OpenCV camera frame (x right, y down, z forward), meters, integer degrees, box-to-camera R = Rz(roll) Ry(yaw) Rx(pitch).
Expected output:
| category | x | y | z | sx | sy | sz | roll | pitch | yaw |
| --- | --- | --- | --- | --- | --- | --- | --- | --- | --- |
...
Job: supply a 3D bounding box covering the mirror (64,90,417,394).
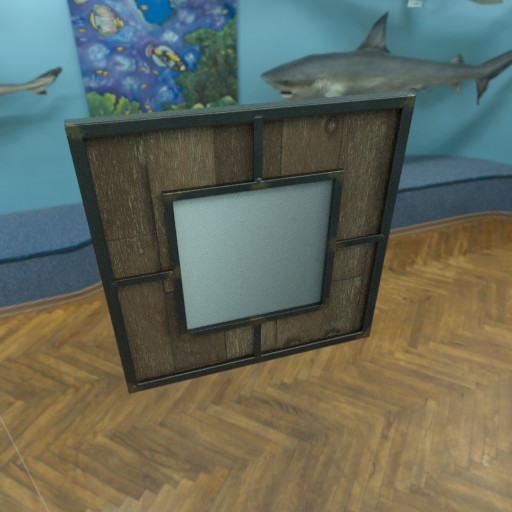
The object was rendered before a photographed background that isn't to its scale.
| category | x | y | z | sx | sy | sz | roll | pitch | yaw |
| --- | --- | --- | --- | --- | --- | --- | --- | --- | --- |
| mirror | 0.000 | 0.000 | 0.573 | 0.382 | 0.381 | 0.020 | -10 | 35 | -14 |
